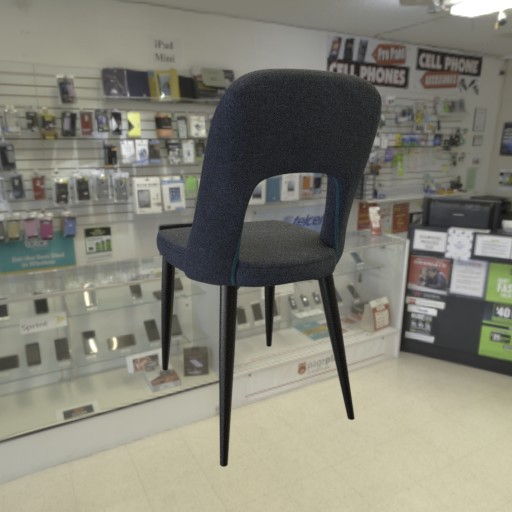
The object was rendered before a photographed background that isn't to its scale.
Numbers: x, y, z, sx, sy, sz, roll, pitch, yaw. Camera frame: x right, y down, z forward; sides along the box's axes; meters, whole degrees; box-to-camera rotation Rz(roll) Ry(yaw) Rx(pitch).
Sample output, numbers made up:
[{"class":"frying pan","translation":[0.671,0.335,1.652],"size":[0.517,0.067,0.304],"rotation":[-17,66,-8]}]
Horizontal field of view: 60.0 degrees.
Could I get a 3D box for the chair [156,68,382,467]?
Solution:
[{"class":"chair","translation":[0.000,0.000,1.280],"size":[0.470,0.931,0.612],"rotation":[-7,16,-26]}]
